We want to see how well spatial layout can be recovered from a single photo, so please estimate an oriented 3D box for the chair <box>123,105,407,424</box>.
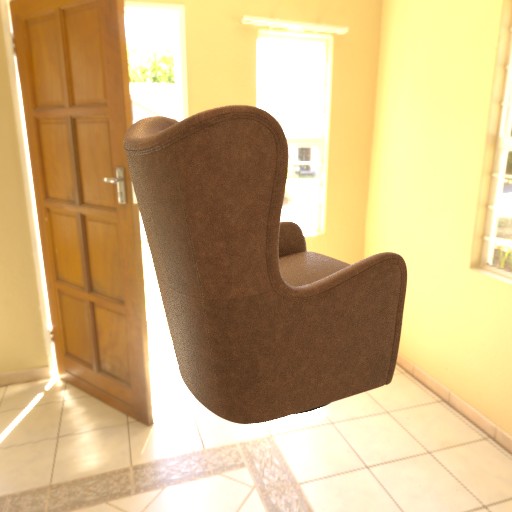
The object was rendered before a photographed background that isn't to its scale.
[{"bbox_3d":[0.000,0.000,1.760,0.930,1.079,0.831,-8,17,-27],"label":"chair"}]
